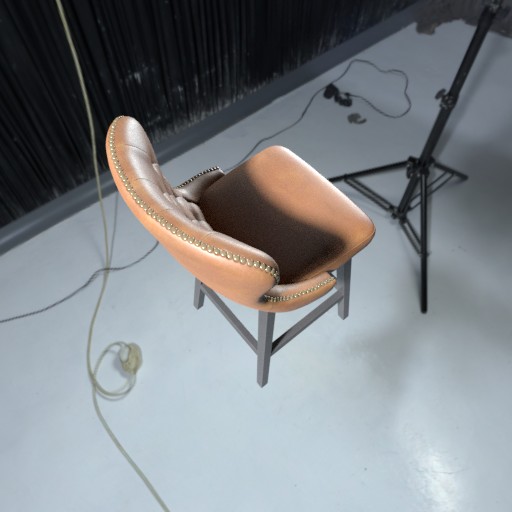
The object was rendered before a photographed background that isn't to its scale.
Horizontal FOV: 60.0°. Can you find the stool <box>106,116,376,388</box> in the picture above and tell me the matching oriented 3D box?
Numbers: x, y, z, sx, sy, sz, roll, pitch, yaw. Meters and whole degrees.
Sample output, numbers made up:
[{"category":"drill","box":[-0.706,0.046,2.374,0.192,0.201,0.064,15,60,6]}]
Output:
[{"category":"stool","box":[0.000,0.000,1.321,0.593,0.971,0.528,-35,64,-20]}]
